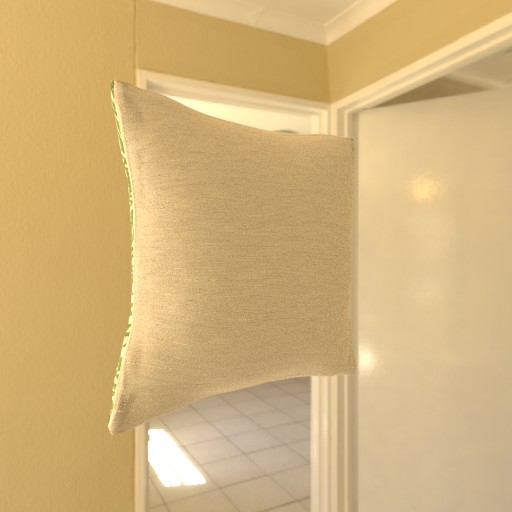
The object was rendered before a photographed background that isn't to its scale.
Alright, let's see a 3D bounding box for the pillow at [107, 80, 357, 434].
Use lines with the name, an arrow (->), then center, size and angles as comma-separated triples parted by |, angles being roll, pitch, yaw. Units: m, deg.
pillow -> 0.000, 0.000, 0.654 | 0.440, 0.419, 0.162 | 0, 0, -38
